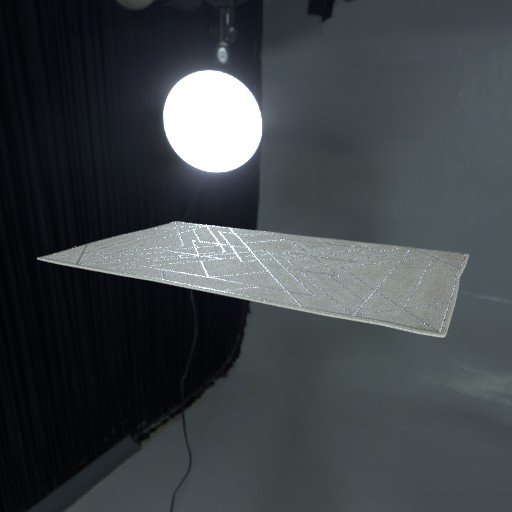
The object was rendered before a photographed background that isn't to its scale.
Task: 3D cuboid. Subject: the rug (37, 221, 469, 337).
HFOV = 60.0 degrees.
[{"bbox_3d":[0.000,0.000,1.029,0.869,0.008,0.511,8,17,27],"label":"rug"}]
